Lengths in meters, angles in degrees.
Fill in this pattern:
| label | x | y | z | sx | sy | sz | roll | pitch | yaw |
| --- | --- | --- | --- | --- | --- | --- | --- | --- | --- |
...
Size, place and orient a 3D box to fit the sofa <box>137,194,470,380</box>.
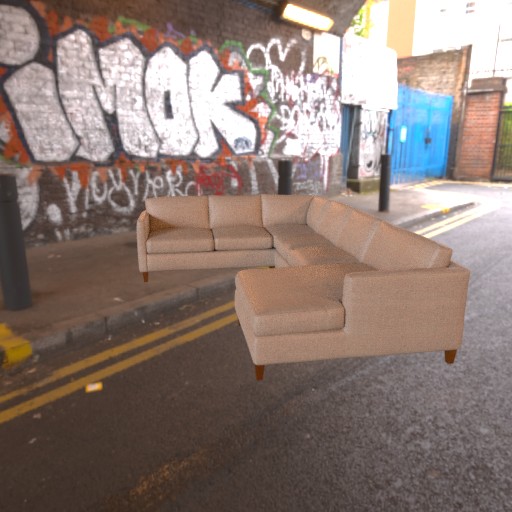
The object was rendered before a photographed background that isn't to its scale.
| label | x | y | z | sx | sy | sz | roll | pitch | yaw |
| --- | --- | --- | --- | --- | --- | --- | --- | --- | --- |
| sofa | 0.000 | 0.000 | 4.644 | 2.594 | 0.961 | 3.460 | -2 | 14 | -9 |
